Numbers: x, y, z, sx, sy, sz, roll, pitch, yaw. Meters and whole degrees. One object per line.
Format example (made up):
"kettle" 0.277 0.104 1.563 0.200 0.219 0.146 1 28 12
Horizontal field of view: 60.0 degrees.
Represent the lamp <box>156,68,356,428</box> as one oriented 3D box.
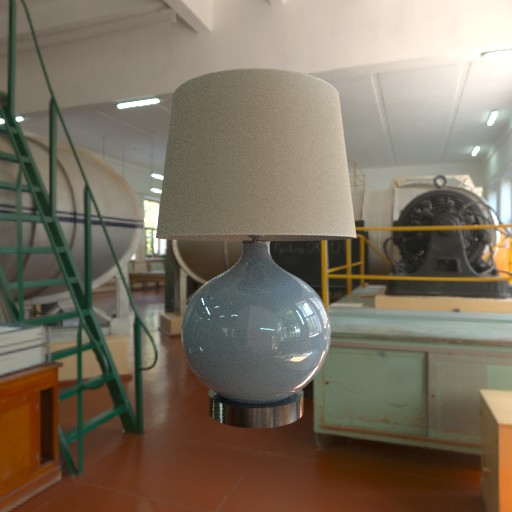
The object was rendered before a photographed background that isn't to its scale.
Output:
"lamp" 0.000 0.000 0.557 0.247 0.387 0.247 0 0 0
